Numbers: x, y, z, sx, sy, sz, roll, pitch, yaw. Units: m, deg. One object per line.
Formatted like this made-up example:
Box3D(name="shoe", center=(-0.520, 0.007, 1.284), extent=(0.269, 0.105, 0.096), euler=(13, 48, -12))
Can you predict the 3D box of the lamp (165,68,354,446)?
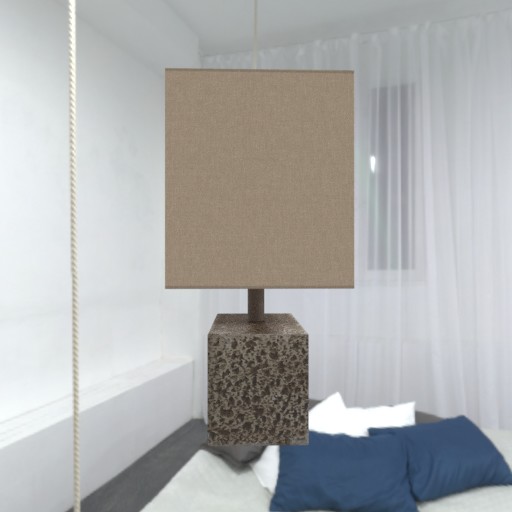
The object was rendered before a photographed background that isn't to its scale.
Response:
Box3D(name="lamp", center=(0.000, 0.000, 0.567), extent=(0.180, 0.411, 0.294), euler=(0, 0, -2))
